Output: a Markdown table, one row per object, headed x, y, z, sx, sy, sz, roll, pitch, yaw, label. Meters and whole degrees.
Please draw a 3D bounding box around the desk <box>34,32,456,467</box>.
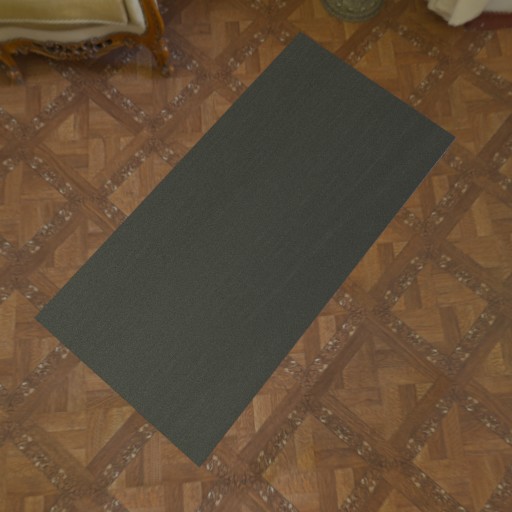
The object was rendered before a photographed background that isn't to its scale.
| x | y | z | sx | sy | sz | roll | pitch | yaw | label |
| --- | --- | --- | --- | --- | --- | --- | --- | --- | --- |
| 0.000 | 0.000 | 1.385 | 0.499 | 0.660 | 0.991 | 38 | 79 | 9 | desk |
